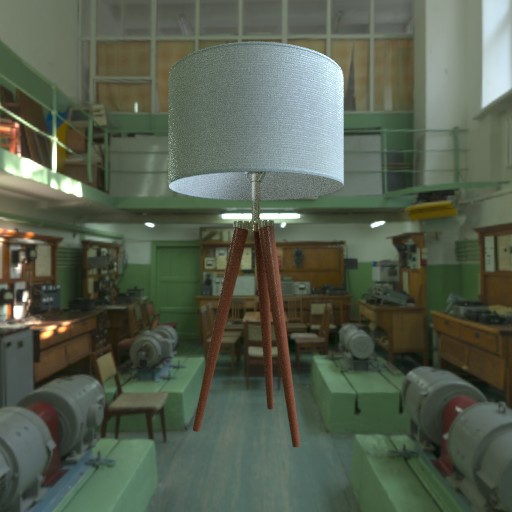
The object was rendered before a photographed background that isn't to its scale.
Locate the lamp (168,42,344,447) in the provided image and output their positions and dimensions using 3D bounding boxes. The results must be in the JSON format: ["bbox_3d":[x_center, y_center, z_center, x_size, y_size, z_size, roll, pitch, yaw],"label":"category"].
[{"bbox_3d":[0.000,0.000,0.910,0.354,0.709,0.355,0,-1,-1],"label":"lamp"}]
